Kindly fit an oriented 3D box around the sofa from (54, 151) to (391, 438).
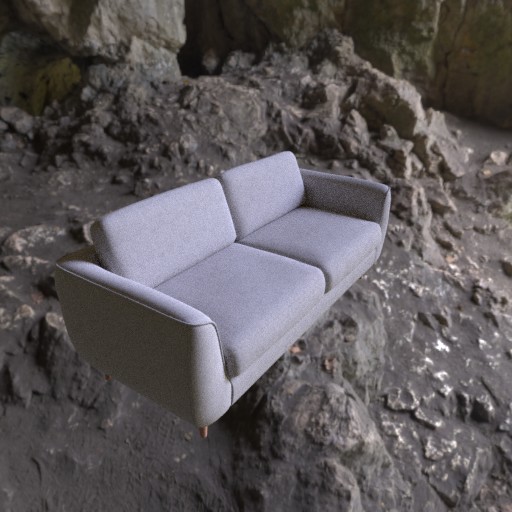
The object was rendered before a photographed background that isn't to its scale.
[{"bbox_3d":[0.000,0.000,2.494,0.920,0.850,2.000,17,31,31],"label":"sofa"}]
